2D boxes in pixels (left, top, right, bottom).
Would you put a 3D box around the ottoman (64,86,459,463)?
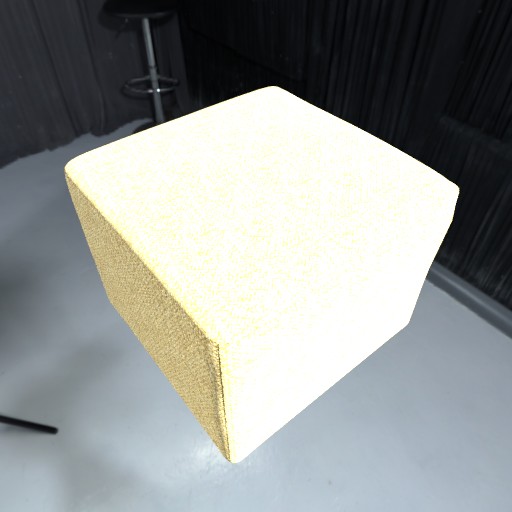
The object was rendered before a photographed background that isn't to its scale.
[{"bbox_3d":[0.000,0.000,0.899,0.512,0.441,0.505,-30,53,-26],"label":"ottoman"}]
